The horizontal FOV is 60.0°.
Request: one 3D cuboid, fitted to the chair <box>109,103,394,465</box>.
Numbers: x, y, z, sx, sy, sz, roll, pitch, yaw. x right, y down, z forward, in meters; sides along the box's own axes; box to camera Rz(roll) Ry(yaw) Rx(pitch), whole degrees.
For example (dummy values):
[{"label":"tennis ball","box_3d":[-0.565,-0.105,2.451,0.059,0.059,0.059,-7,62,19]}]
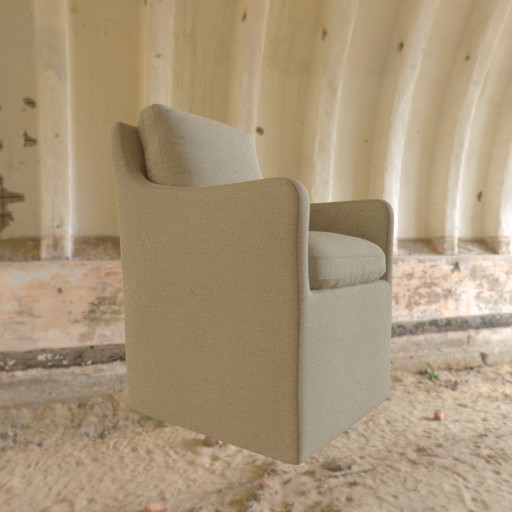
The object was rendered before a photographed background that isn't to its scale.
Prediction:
[{"label":"chair","box_3d":[0.000,0.000,1.378,0.694,0.914,0.626,1,1,37]}]
